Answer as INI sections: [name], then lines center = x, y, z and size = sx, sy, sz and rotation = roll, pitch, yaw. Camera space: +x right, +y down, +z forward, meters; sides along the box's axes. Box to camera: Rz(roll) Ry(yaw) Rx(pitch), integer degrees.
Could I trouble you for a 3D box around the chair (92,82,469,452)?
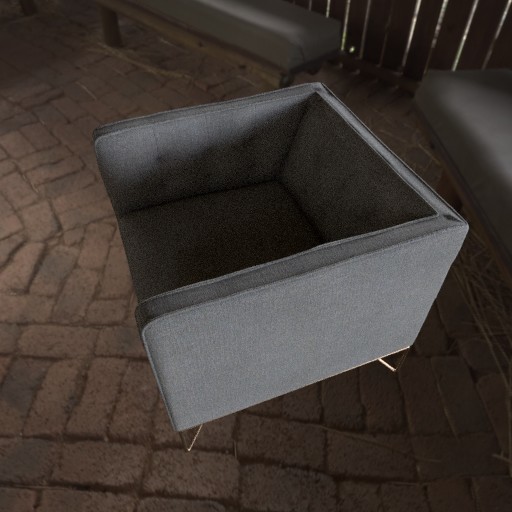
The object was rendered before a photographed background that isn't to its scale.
[chair]
center = 0.000, 0.000, 1.642
size = 0.912, 0.799, 0.920
rotation = -16, 49, -14
